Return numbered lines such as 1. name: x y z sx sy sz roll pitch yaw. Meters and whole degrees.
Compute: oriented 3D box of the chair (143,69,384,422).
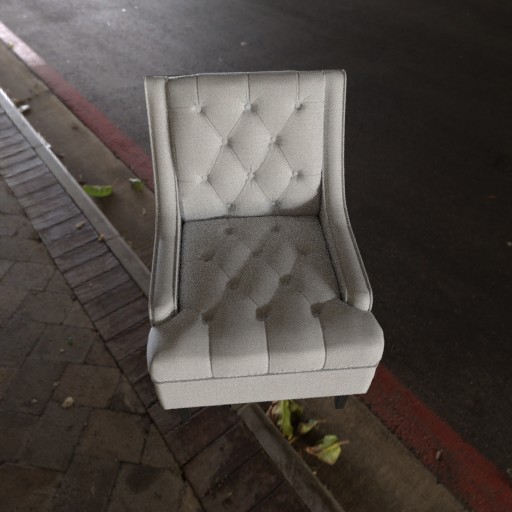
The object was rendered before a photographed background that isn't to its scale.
1. chair: 0.000 0.000 1.416 0.658 0.891 0.772 -3 44 -3
